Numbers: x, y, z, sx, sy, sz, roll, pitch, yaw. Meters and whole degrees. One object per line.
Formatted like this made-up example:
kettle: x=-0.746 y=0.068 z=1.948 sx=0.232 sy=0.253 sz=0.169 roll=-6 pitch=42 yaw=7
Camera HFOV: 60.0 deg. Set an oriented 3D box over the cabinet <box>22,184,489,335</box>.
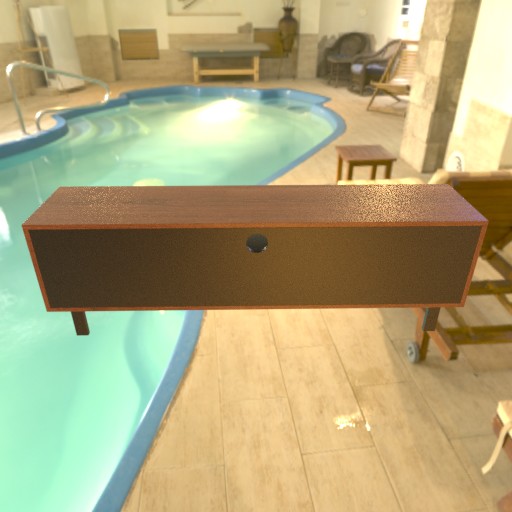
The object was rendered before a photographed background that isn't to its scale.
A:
cabinet: x=0.000 y=0.000 z=1.862 sx=1.650 sy=0.500 sz=0.400 roll=-1 pitch=30 yaw=-1
